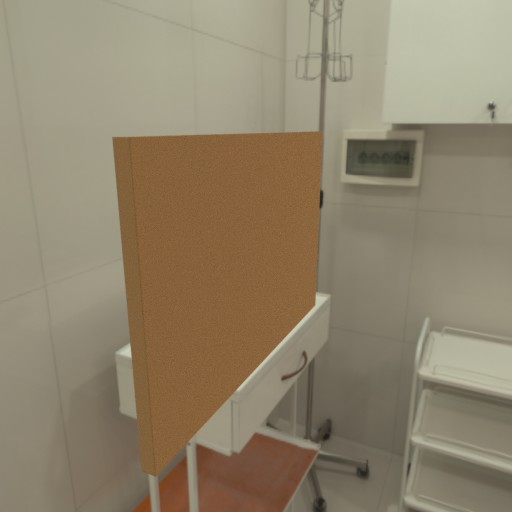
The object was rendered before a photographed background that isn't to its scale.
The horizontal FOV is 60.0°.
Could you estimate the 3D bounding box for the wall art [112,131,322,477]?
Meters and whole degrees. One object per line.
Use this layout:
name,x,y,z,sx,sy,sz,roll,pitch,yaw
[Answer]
wall art,0.000,0.000,1.138,0.033,0.608,0.915,8,18,25
